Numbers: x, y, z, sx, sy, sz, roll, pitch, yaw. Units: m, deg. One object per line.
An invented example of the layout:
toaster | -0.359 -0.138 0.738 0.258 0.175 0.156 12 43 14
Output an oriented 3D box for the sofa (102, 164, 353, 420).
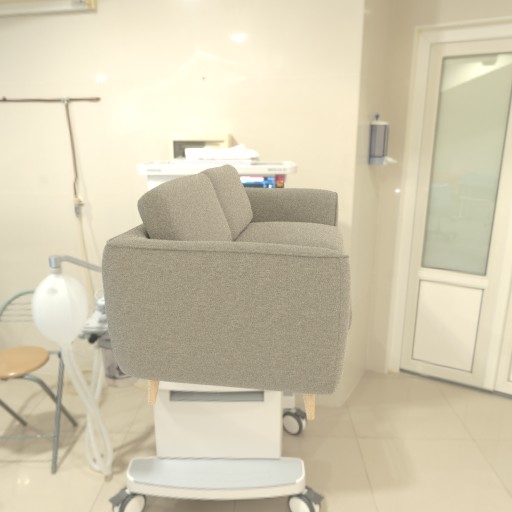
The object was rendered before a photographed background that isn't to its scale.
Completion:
sofa | 0.000 0.000 2.259 0.920 0.850 1.700 2 16 8
